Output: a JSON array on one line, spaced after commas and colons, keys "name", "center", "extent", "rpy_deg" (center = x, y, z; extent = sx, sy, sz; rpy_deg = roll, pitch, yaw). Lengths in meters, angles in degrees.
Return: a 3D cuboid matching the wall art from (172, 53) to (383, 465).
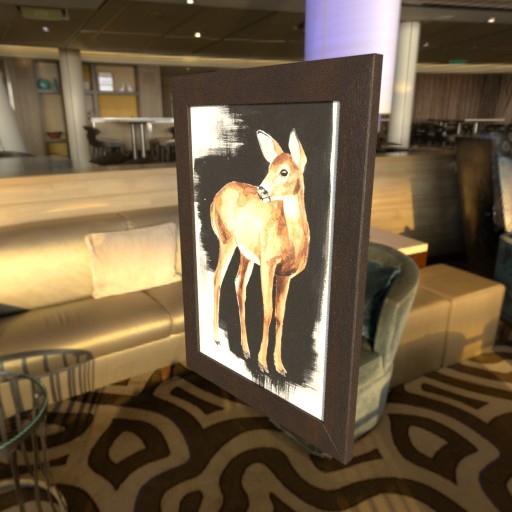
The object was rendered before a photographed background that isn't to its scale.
[{"name": "wall art", "center": [0.000, 0.000, 0.653], "extent": [0.359, 0.513, 0.017], "rpy_deg": [16, 23, 42]}]
